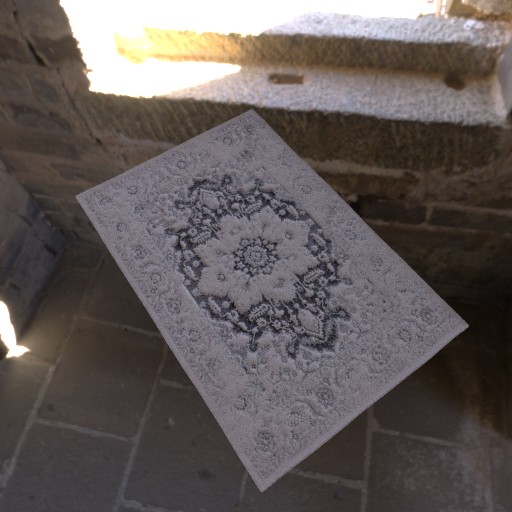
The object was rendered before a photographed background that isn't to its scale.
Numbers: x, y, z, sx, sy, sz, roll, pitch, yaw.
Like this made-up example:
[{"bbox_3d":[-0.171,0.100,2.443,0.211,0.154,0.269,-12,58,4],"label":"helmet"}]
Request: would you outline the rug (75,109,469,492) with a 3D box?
[{"bbox_3d":[0.000,0.000,2.310,1.223,0.008,1.813,-32,65,-17],"label":"rug"}]
